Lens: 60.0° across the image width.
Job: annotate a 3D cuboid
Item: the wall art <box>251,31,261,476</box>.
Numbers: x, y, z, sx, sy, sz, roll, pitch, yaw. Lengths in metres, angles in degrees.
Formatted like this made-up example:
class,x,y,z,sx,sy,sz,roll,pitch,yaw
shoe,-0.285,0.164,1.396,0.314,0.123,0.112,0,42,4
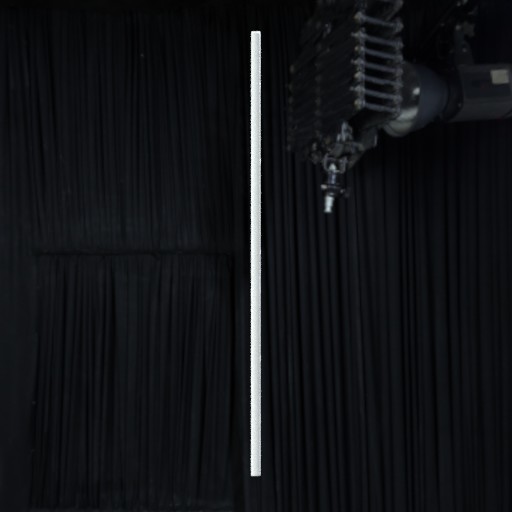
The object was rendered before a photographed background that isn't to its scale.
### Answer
class,x,y,z,sx,sy,sz,roll,pitch,yaw
wall art,0.000,0.000,0.872,0.013,0.584,0.584,0,-1,0
